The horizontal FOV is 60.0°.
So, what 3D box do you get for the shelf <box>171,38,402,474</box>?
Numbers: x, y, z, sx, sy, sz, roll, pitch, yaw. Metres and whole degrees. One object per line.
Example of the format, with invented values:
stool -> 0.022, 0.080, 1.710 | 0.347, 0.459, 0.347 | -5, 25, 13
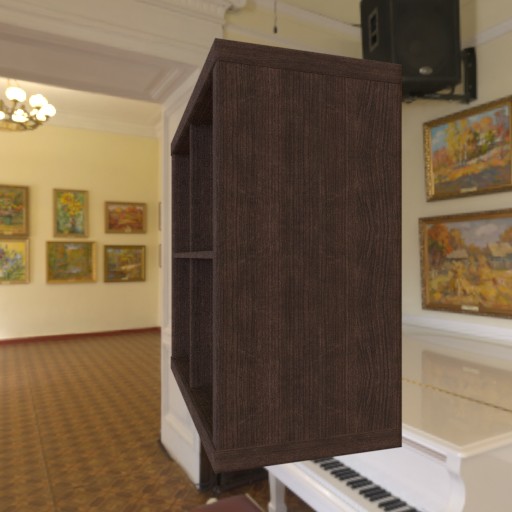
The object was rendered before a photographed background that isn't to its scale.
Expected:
shelf -> 0.000, 0.000, 1.234 | 0.390, 0.786, 0.790 | 0, 0, -17
